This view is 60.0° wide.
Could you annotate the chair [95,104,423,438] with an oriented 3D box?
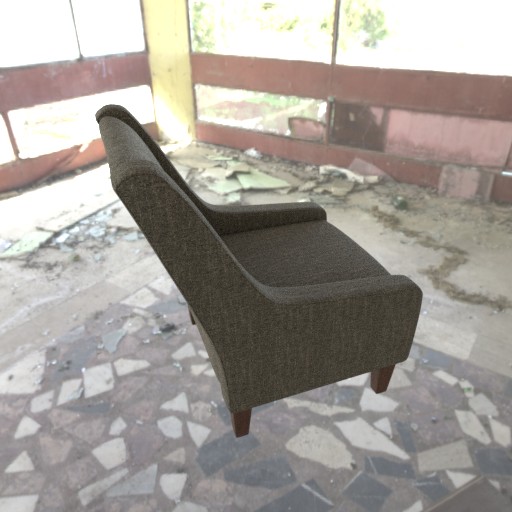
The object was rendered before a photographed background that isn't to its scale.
[{"bbox_3d":[0.000,0.000,1.647,0.944,1.012,0.793,-11,32,-18],"label":"chair"}]
